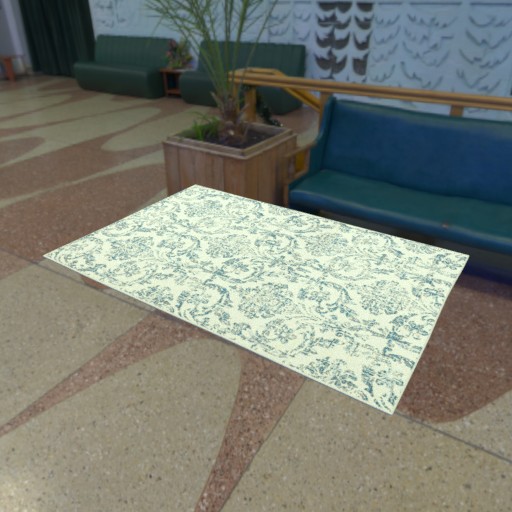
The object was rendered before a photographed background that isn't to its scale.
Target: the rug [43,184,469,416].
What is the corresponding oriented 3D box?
[{"bbox_3d":[0.000,0.000,3.416,2.746,0.018,1.819,18,35,28],"label":"rug"}]
